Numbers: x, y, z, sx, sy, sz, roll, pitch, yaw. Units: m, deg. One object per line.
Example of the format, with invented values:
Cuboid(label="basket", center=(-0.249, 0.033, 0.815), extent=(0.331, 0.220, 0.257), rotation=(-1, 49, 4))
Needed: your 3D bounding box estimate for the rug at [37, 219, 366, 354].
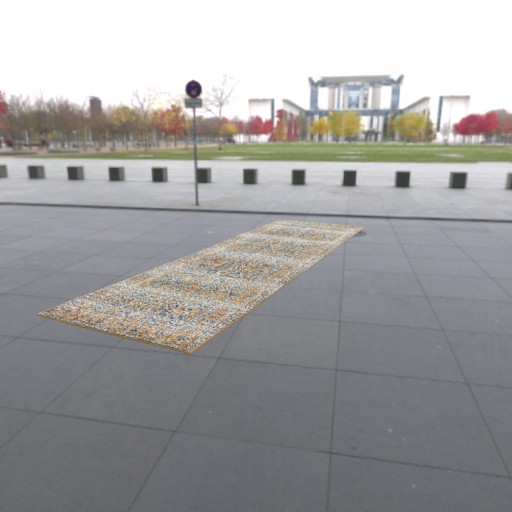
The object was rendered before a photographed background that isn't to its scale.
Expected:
Cuboid(label="rug", center=(0.000, 0.000, 2.510), extent=(0.704, 0.014, 2.294), rotation=(7, 17, 26))
